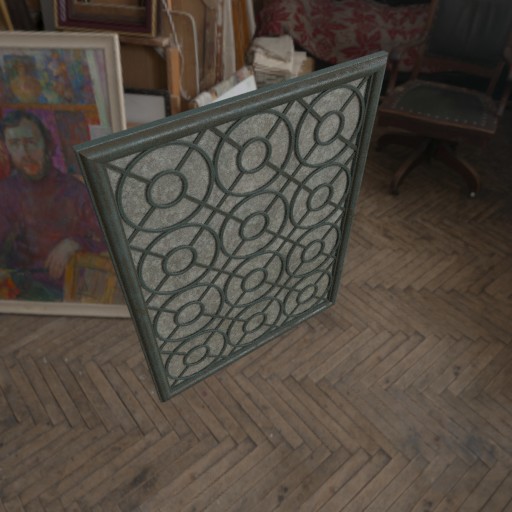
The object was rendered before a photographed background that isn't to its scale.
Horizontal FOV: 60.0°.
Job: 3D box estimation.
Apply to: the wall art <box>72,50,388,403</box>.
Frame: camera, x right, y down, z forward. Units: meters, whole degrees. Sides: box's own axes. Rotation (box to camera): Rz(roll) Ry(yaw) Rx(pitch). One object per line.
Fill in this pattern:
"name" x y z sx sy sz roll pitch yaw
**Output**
"wall art" 0.000 0.000 1.282 0.767 0.983 0.030 -26 51 -22
